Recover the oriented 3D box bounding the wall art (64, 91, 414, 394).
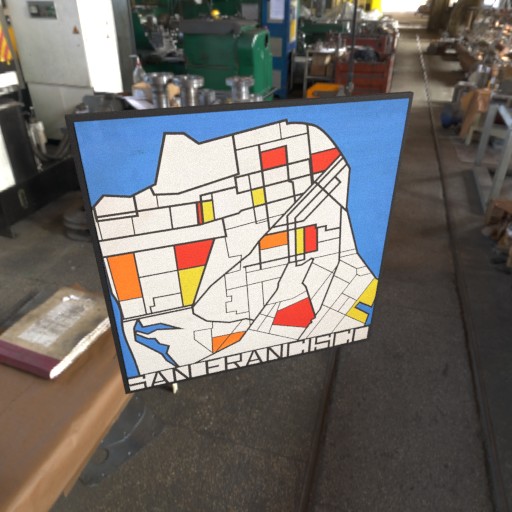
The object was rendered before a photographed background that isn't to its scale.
[{"bbox_3d":[0.000,0.000,0.990,0.664,0.663,0.015,-9,32,-14],"label":"wall art"}]
